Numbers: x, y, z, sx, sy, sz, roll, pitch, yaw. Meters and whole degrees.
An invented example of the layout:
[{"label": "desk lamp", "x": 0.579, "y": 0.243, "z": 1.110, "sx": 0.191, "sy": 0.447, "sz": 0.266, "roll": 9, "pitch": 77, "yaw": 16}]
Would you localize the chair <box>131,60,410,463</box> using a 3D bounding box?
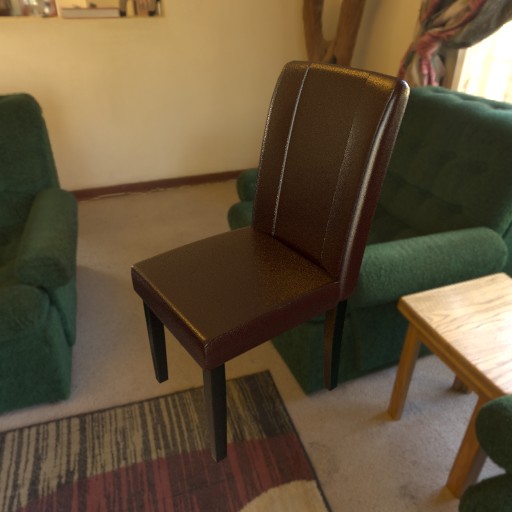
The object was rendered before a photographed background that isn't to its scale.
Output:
[{"label": "chair", "x": 0.000, "y": 0.000, "z": 1.177, "sx": 0.556, "sy": 0.897, "sz": 0.399, "roll": -21, "pitch": 37, "yaw": -31}]
